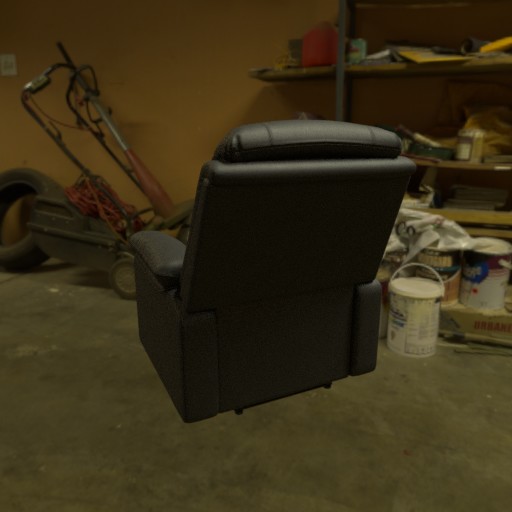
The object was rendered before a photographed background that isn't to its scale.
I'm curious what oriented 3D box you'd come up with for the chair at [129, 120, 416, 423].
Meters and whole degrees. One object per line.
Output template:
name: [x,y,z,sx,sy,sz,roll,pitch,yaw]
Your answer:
chair: [0.000,0.000,1.729,0.855,0.992,0.919,-7,17,-25]
